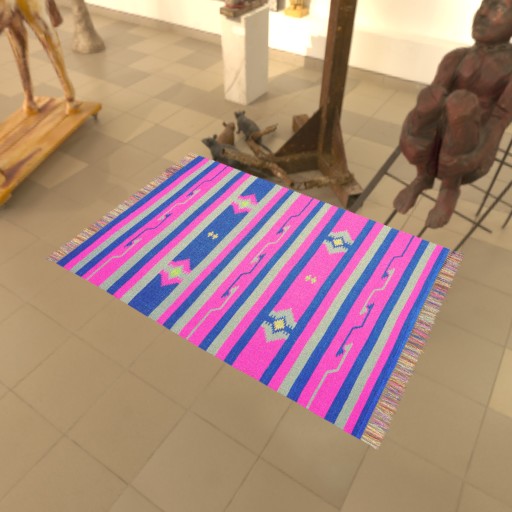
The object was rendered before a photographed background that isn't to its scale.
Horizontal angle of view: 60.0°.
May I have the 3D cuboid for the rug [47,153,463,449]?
[{"bbox_3d":[0.000,0.000,2.946,2.350,0.013,1.539,24,50,22],"label":"rug"}]
